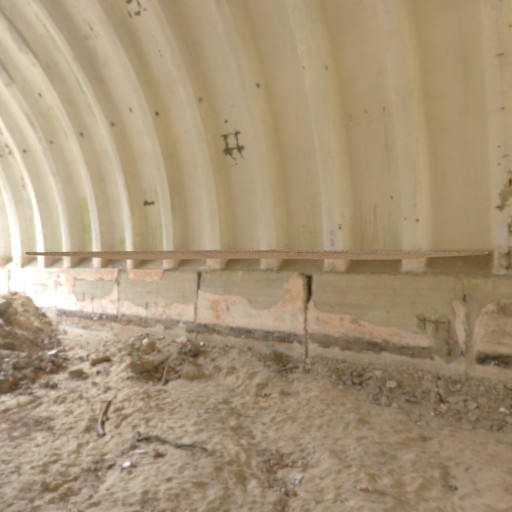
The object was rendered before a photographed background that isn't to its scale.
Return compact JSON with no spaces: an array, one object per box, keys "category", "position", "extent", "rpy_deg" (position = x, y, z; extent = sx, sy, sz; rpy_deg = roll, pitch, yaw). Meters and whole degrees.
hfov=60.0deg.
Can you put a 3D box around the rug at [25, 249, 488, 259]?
[{"category":"rug","position":[0.000,0.000,3.009],"extent":[2.346,0.029,1.574],"rpy_deg":[0,-1,0]}]
